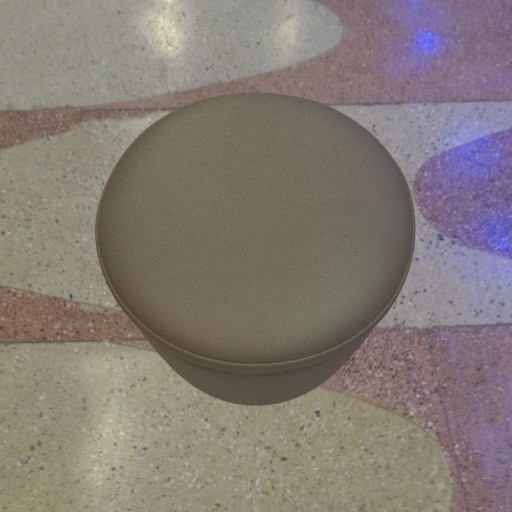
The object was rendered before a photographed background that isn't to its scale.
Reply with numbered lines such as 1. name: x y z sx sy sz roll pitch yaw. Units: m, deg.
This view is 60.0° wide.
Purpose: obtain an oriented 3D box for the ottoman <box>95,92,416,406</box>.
1. ottoman: 0.000 0.000 0.841 0.500 0.409 0.500 0 64 0
